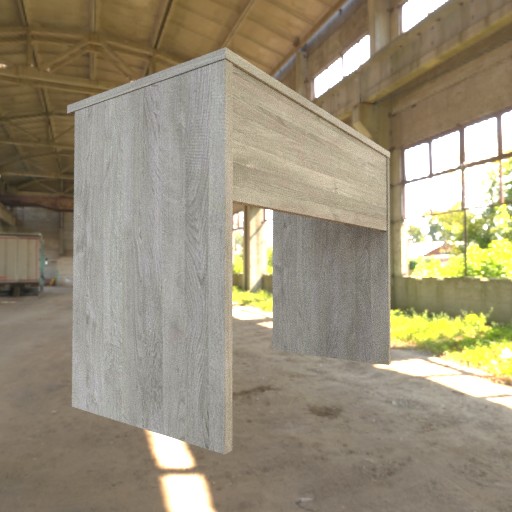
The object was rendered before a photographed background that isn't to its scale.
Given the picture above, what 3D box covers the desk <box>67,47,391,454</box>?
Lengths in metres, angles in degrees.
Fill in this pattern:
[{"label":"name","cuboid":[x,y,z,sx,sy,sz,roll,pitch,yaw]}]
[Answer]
[{"label":"desk","cuboid":[0.000,0.000,1.294,0.498,0.724,0.893,-1,-2,35]}]
